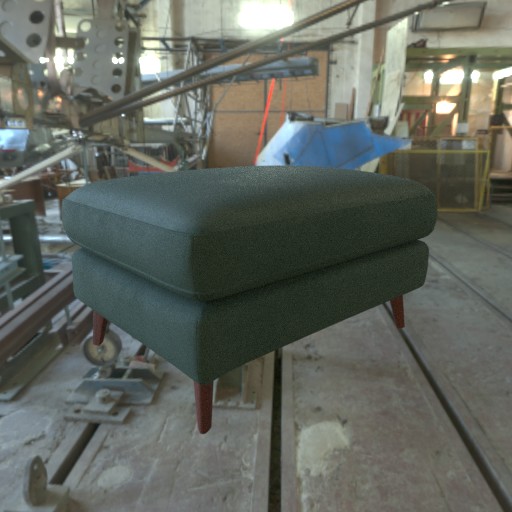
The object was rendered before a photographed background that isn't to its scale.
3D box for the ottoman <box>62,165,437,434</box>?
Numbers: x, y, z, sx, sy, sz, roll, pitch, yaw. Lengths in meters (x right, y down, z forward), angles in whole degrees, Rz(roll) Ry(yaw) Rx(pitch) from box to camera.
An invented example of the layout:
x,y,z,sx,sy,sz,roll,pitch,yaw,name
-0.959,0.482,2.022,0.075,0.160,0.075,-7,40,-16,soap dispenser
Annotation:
x,y,z,sx,sy,sz,roll,pitch,yaw,name
0.000,0.000,1.166,0.811,0.449,0.608,-13,20,-40,ottoman
